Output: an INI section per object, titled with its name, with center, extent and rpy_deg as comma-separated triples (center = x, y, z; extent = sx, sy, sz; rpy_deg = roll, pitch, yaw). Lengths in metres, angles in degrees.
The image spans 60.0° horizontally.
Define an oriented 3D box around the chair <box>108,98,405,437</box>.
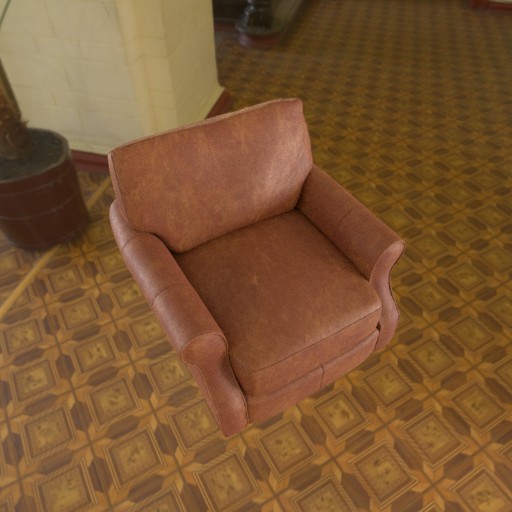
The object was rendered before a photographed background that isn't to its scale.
[chair]
center = 0.000, 0.000, 1.840
extent = 0.983, 0.962, 0.986
rpy_deg = -23, 50, -21
